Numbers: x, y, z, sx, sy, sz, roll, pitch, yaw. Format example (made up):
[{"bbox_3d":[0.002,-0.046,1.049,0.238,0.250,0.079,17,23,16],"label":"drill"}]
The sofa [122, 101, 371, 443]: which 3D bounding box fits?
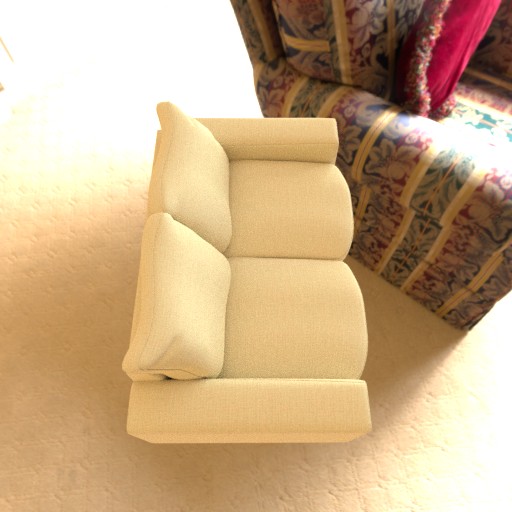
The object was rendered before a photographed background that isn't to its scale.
[{"bbox_3d":[0.000,0.000,2.327,1.091,0.875,1.754,0,63,0],"label":"sofa"}]
